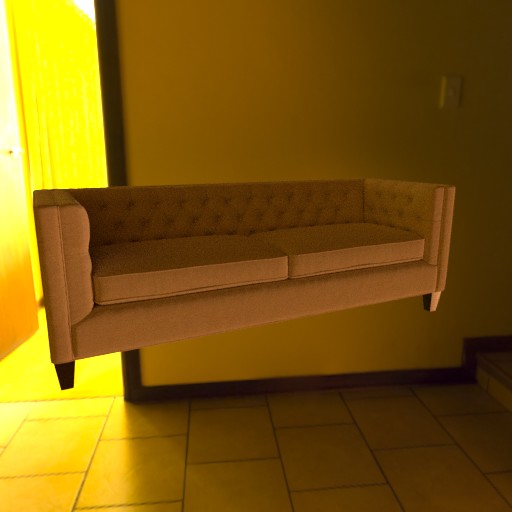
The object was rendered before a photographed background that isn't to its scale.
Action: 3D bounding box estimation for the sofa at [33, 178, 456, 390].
[{"bbox_3d":[0.000,0.000,2.469,2.159,0.762,0.775,-7,15,-25],"label":"sofa"}]
